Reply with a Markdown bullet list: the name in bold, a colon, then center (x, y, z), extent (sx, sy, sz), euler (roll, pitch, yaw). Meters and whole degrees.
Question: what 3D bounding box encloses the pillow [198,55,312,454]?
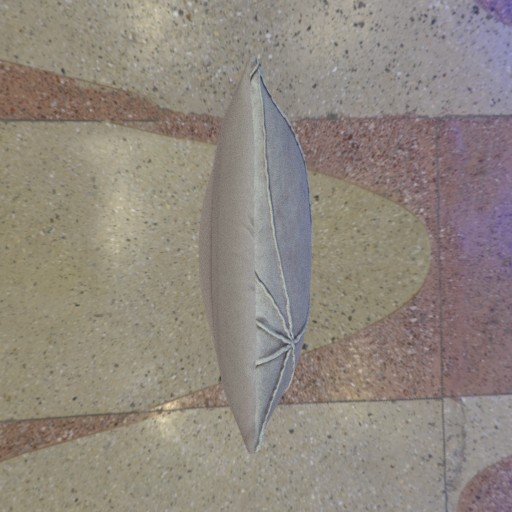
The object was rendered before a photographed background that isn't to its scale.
- **pillow**: center (0.000, 0.000, 0.687), extent (0.185, 0.440, 0.439), euler (0, 91, 0)
